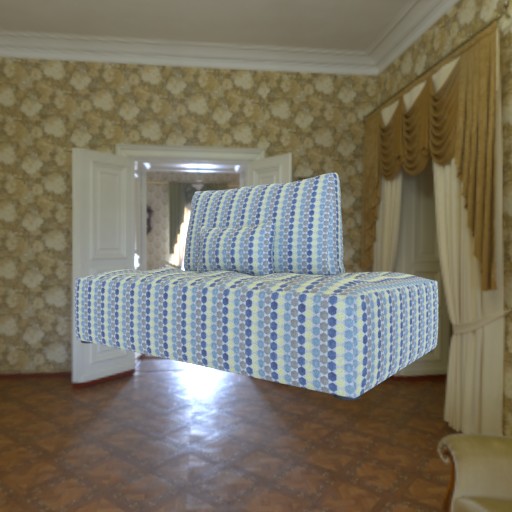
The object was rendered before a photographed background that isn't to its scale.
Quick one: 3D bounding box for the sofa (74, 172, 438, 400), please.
[{"bbox_3d":[0.000,0.000,2.064,1.450,0.820,1.000,0,1,37],"label":"sofa"}]
